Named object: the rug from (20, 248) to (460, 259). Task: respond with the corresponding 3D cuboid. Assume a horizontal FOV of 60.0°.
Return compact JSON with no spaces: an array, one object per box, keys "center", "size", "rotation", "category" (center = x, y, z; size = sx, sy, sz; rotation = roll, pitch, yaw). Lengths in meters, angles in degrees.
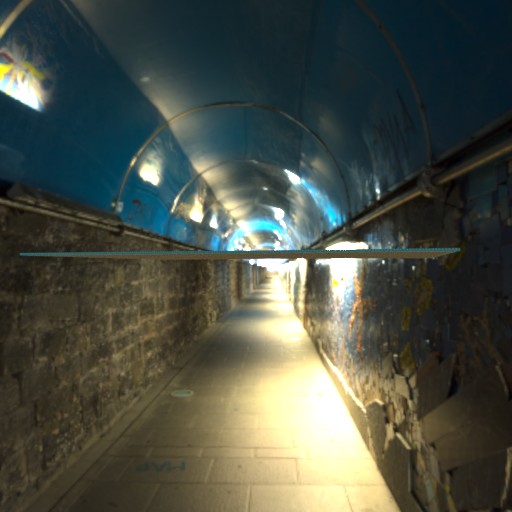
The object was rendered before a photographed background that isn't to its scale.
[{"center":[0.000,0.000,2.851],"size":[2.213,0.013,1.594],"rotation":[0,-1,18],"category":"rug"}]
